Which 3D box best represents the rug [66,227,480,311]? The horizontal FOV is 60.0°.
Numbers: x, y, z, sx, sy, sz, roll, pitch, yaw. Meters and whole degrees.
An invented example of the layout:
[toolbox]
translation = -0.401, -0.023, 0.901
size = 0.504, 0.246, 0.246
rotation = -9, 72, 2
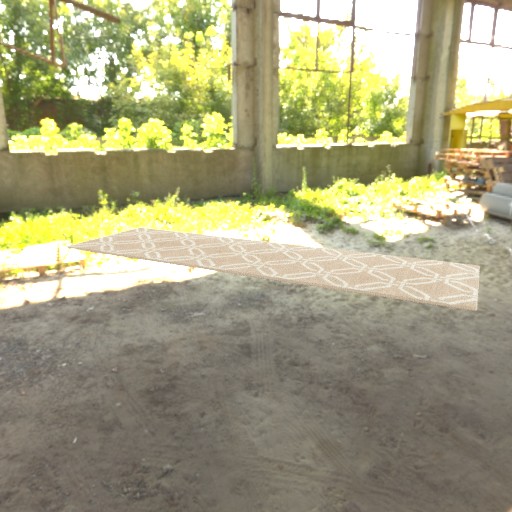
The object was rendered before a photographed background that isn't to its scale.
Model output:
[rug]
translation = 0.000, 0.000, 2.517
size = 2.276, 0.014, 0.678
rotation = 7, 17, 26
